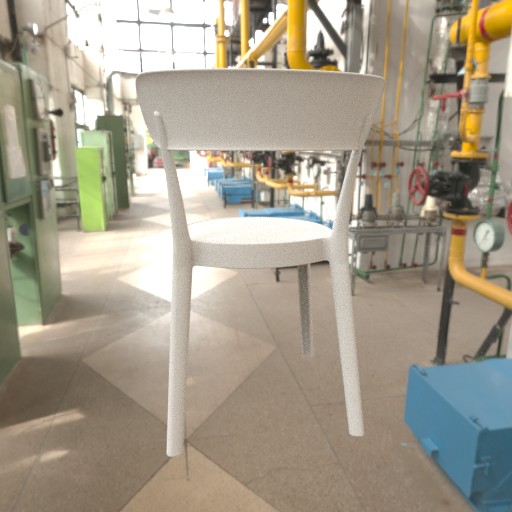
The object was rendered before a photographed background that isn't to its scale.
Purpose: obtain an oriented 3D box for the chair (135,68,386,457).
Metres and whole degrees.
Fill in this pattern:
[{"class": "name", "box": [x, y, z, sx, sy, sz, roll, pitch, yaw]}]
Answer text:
[{"class": "chair", "box": [0.000, 0.000, 1.089, 0.506, 0.790, 0.491, -2, 14, -9]}]
